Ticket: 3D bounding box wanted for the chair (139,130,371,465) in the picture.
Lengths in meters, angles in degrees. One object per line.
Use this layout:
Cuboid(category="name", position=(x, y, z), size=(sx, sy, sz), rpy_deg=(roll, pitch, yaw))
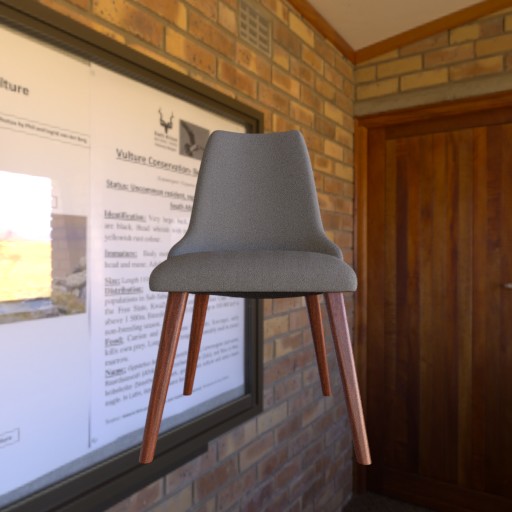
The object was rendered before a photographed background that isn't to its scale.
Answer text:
Cuboid(category="chair", position=(0.000, 0.000, 1.330), size=(0.535, 0.918, 0.707), rpy_deg=(0, 1, 2))
